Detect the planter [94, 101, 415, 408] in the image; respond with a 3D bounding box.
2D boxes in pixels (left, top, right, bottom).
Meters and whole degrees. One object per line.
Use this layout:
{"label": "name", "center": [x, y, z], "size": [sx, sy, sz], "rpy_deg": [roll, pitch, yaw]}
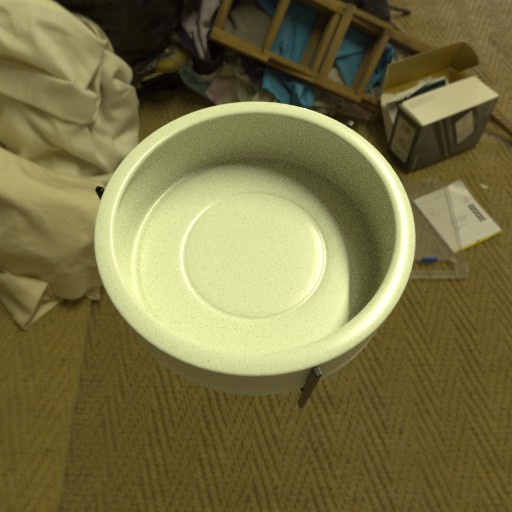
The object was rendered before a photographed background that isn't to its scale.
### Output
{"label": "planter", "center": [0.000, 0.000, 0.538], "size": [0.336, 0.171, 0.345], "rpy_deg": [-17, 63, -9]}
